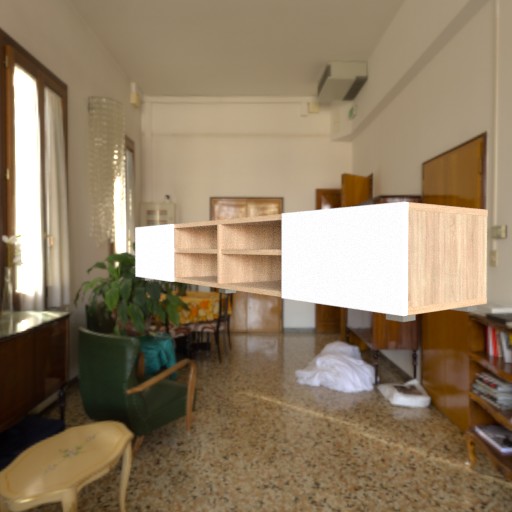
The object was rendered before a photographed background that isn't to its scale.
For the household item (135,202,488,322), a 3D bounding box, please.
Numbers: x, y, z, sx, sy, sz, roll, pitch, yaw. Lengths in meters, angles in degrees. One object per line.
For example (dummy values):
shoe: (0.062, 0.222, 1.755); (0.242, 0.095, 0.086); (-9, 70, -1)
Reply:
household item: (0.000, 0.000, 1.992); (0.420, 0.310, 1.850); (-1, 1, -36)
